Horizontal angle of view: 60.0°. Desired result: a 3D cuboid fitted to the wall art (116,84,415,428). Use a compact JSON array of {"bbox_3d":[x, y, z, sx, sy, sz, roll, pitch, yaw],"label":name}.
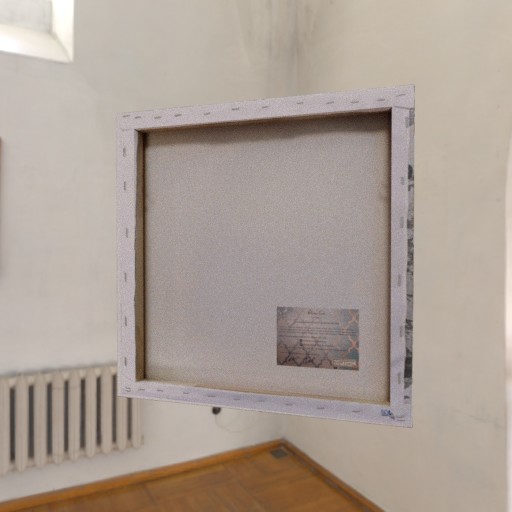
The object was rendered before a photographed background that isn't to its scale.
[{"bbox_3d":[0.000,0.000,0.453,0.302,0.306,0.038,0,1,16],"label":"wall art"}]
